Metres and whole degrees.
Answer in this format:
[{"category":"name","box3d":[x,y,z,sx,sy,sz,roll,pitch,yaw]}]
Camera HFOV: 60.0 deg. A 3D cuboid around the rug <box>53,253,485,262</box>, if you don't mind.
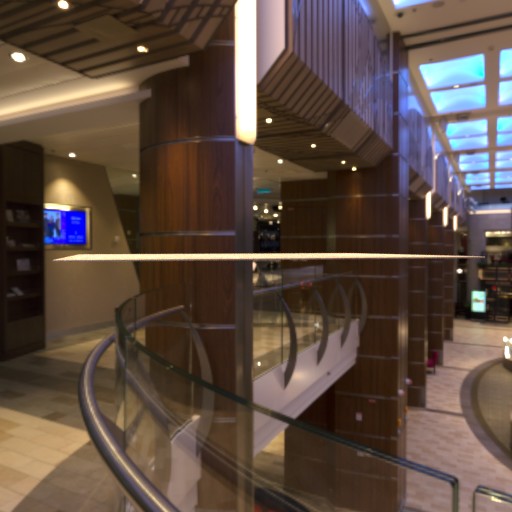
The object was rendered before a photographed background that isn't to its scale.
[{"category":"rug","box3d":[0.000,0.000,2.346,1.827,0.006,1.221,0,1,-18]}]
